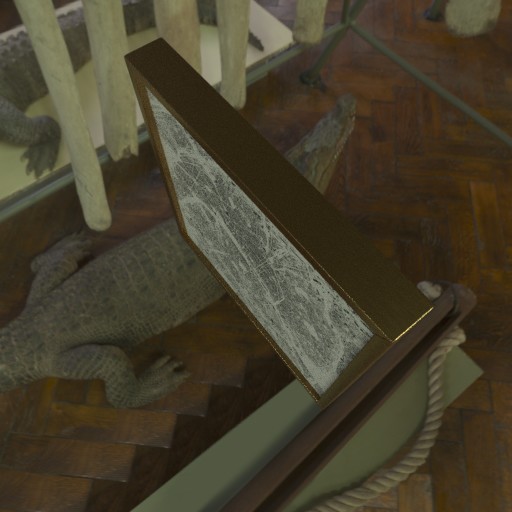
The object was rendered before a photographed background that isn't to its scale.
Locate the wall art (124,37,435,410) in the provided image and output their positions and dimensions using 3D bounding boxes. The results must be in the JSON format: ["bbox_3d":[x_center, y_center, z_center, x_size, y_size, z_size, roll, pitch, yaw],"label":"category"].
[{"bbox_3d":[0.000,0.000,0.452,0.037,0.305,0.305,-35,69,-16],"label":"wall art"}]
